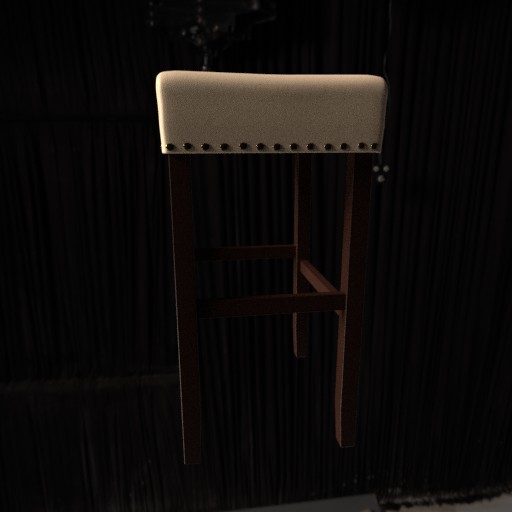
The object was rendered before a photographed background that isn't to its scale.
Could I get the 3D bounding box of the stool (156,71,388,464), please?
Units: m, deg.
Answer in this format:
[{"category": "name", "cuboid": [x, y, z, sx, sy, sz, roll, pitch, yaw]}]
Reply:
[{"category": "stool", "cuboid": [0.000, 0.000, 1.053, 0.401, 0.762, 0.471, -2, 15, -9]}]
